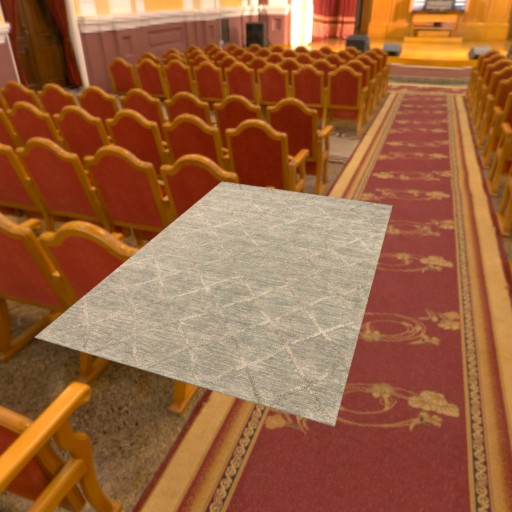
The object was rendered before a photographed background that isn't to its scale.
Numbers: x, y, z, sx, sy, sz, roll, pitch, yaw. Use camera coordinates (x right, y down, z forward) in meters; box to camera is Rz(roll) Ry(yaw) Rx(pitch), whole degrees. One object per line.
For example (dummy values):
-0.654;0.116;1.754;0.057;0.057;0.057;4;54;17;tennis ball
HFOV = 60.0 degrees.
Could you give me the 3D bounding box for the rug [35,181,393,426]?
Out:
0.000;0.000;2.918;1.521;0.006;2.283;11;32;18;rug
